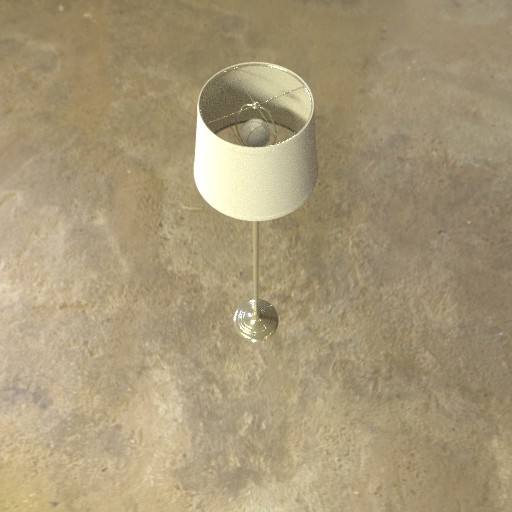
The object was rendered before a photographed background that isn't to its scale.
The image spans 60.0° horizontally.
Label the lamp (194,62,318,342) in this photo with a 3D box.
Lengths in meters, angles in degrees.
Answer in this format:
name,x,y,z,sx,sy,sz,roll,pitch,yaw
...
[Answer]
name,x,y,z,sx,sy,sz,roll,pitch,yaw
lamp,0.000,0.000,1.639,0.327,1.506,0.327,16,65,8
